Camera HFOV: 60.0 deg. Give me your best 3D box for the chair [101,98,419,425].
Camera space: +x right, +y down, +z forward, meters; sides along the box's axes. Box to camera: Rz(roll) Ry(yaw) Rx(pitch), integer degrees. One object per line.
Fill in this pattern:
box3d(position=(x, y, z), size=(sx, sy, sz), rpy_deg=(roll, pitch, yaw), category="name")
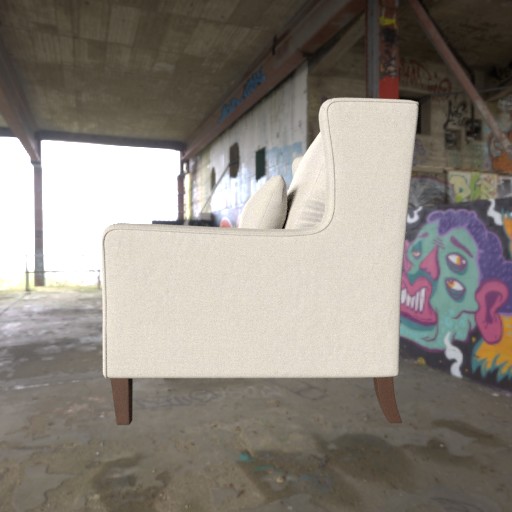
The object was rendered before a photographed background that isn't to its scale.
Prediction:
box3d(position=(0.000, 0.000, 1.841), size=(1.040, 1.056, 0.982), rpy_deg=(0, 1, -1), category="chair")
